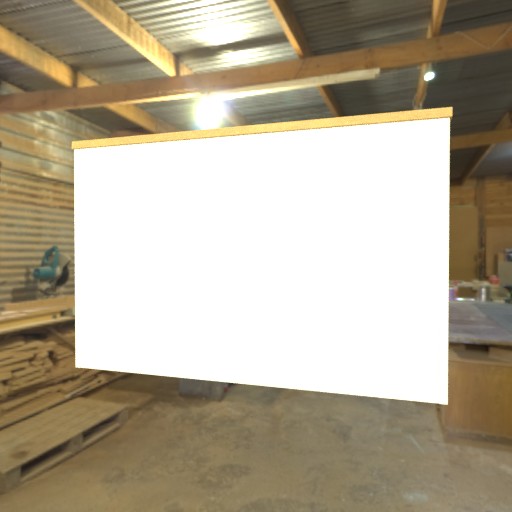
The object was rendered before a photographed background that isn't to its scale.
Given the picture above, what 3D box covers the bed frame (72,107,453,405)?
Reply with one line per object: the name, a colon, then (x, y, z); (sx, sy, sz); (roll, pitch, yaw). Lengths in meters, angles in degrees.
bed frame: (0.000, 0.000, 1.655); (1.300, 0.850, 0.430); (0, 1, 18)
